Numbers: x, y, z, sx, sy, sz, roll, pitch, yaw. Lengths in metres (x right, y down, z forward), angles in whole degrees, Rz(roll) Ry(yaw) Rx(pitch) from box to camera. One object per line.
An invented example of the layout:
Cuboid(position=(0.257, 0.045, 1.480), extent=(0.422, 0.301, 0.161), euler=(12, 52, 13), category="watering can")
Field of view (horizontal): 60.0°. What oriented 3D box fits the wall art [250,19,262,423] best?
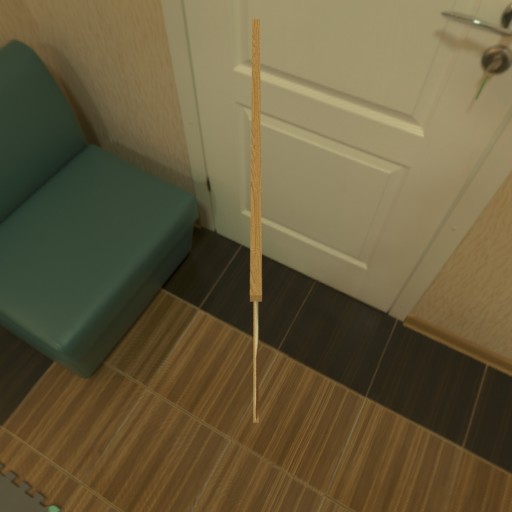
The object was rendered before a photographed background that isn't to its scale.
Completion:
Cuboid(position=(0.000, 0.000, 0.800), extent=(0.011, 0.605, 0.458), euler=(0, 59, 0), category="wall art")
